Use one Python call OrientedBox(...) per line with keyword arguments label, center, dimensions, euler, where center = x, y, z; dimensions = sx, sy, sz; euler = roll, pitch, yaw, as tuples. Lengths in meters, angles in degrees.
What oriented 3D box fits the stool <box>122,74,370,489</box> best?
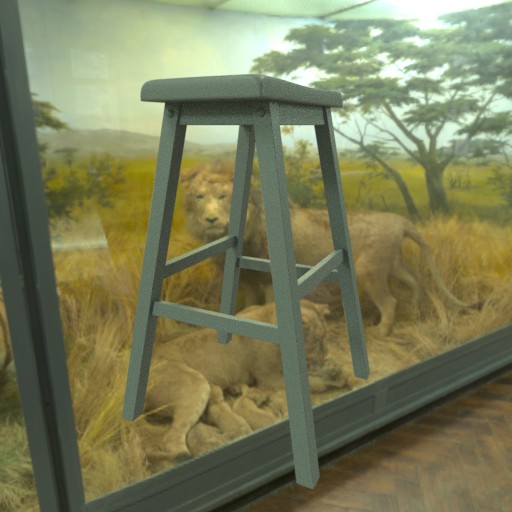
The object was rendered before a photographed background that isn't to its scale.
OrientedBox(label="stool", center=(0.000, 0.000, 1.030), dimensions=(0.476, 0.737, 0.457), euler=(8, 18, 26))
